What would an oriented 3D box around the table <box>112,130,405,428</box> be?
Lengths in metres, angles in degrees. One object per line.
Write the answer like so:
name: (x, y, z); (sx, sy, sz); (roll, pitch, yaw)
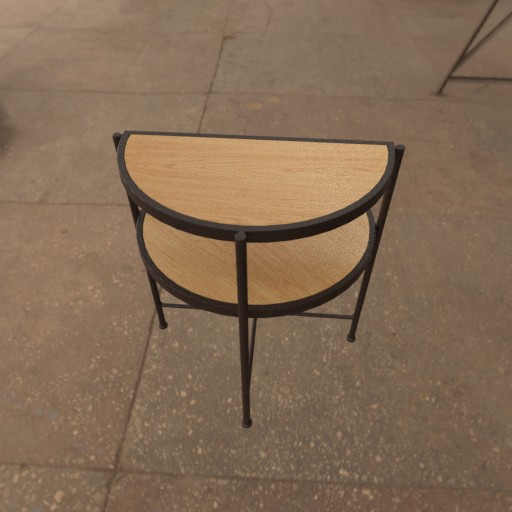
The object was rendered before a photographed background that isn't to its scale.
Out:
table: (0.000, 0.000, 1.172); (0.629, 0.684, 0.628); (3, 45, 3)
